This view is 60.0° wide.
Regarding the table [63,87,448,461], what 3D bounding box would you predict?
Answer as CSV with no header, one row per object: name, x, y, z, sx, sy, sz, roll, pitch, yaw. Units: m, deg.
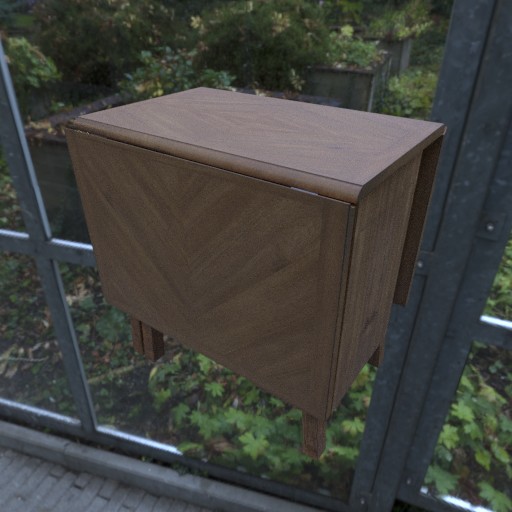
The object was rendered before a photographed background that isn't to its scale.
table,0.000,0.000,1.621,0.967,0.981,0.701,20,37,30
